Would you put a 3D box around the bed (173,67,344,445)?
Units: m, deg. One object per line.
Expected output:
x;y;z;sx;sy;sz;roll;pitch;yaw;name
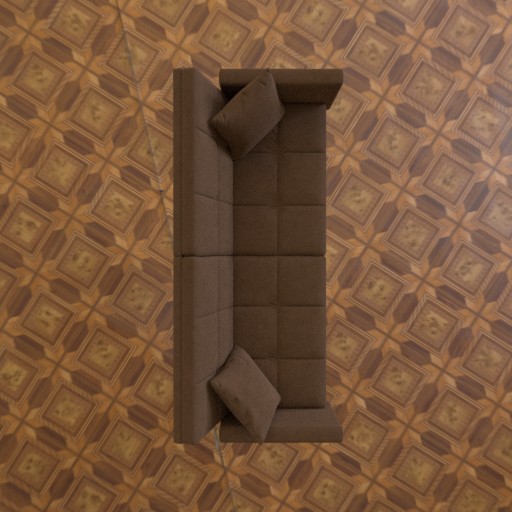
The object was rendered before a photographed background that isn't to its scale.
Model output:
0.000;0.000;2.391;0.889;0.787;1.905;0;90;0;bed
